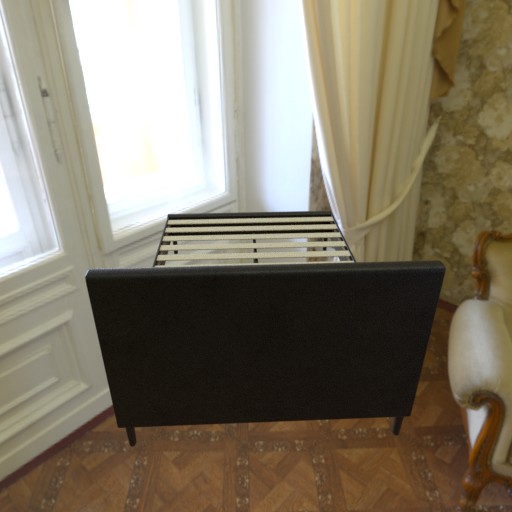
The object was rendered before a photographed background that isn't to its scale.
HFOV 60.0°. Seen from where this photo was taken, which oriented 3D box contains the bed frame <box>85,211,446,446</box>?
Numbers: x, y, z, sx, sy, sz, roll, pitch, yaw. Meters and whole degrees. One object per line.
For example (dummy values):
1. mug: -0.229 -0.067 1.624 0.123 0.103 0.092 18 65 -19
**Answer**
1. bed frame: 0.000 0.000 2.977 1.469 1.046 2.152 -1 29 -2
